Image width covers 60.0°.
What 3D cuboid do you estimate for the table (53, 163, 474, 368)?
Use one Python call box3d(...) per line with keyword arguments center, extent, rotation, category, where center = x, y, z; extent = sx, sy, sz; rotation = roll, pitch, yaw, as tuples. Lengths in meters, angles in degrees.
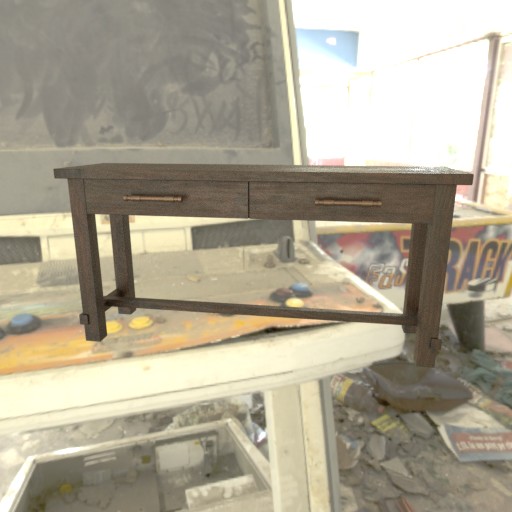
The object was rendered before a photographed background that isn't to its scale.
box3d(center=(0.000, 0.000, 1.945), extent=(1.599, 0.762, 0.442), rotation=(2, 15, 9), category="table")
